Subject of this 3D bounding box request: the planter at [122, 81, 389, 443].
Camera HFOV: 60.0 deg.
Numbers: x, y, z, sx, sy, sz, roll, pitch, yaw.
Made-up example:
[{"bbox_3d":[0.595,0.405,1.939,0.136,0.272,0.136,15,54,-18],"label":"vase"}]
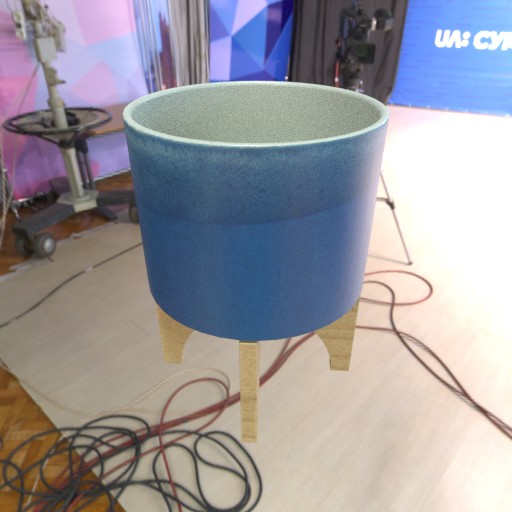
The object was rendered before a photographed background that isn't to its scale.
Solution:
[{"bbox_3d":[0.000,0.000,0.398,0.192,0.263,0.192,0,32,0],"label":"planter"}]
